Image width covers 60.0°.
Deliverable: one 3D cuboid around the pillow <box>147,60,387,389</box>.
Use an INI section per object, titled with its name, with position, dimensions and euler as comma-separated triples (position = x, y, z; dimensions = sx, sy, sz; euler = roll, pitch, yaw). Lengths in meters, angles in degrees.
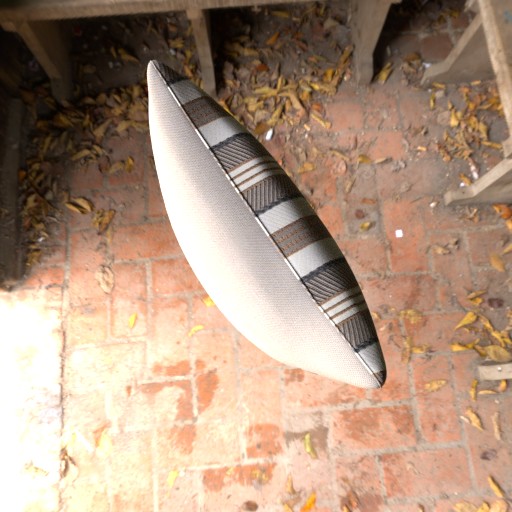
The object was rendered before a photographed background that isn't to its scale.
[pillow]
position = 0.000, 0.000, 0.635
dimensions = 0.173, 0.401, 0.416
euler = -33, 78, -8
